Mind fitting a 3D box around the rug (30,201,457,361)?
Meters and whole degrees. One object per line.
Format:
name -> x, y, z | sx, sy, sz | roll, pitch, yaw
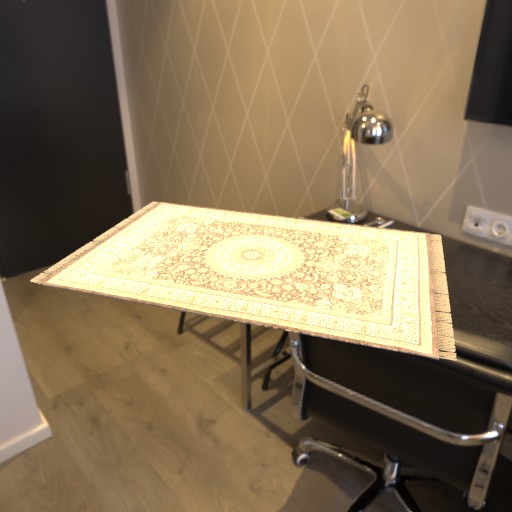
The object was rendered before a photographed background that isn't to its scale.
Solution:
rug -> 0.000, 0.000, 4.247 | 3.422, 0.015, 2.143 | 8, 28, 16
